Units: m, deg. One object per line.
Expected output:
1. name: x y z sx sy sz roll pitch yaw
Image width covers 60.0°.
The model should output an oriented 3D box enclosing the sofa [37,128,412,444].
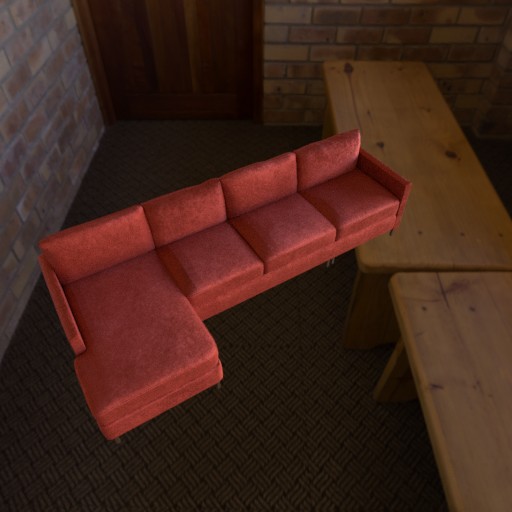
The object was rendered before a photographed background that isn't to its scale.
1. sofa: 0.000 0.000 3.966 3.400 0.967 1.500 -24 51 -21
